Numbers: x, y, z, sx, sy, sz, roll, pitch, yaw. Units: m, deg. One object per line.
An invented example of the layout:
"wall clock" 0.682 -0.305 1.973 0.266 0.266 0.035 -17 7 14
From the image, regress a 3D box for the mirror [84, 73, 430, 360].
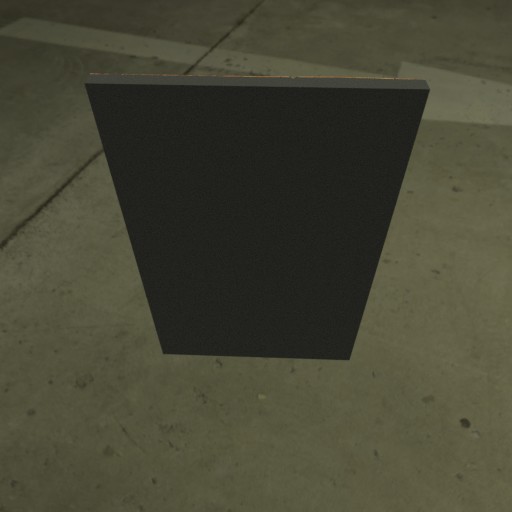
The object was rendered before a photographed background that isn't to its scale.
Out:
"mirror" 0.000 0.000 1.123 0.606 0.912 0.044 2 47 1
